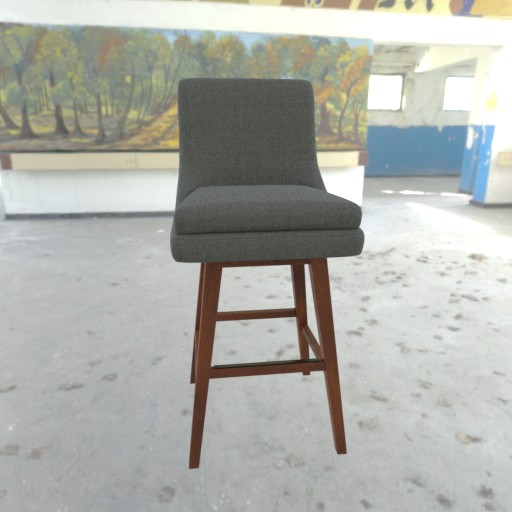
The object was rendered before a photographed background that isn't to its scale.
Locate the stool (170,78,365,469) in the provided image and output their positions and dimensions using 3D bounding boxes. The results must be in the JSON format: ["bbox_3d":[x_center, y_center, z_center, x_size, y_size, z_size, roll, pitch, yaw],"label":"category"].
[{"bbox_3d":[0.000,0.000,1.248,0.447,0.977,0.524,-2,17,-7],"label":"stool"}]
